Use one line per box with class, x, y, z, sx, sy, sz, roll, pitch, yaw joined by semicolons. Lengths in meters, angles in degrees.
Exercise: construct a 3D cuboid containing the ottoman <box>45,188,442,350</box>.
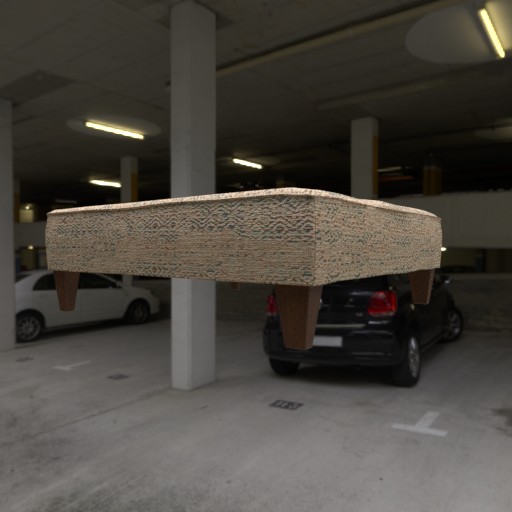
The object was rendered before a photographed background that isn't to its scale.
ottoman;0.000;0.000;1.536;1.004;0.356;0.968;1;2;36
